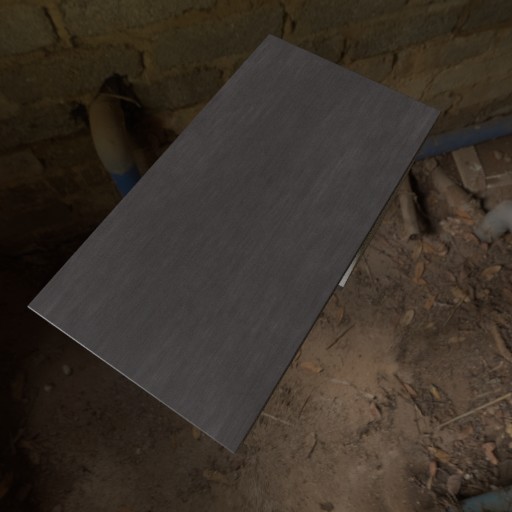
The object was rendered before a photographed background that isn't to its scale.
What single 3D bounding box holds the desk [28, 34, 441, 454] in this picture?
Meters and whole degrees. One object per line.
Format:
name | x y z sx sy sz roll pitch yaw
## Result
desk | 0.000 0.000 1.529 0.600 0.750 1.100 30 69 13
